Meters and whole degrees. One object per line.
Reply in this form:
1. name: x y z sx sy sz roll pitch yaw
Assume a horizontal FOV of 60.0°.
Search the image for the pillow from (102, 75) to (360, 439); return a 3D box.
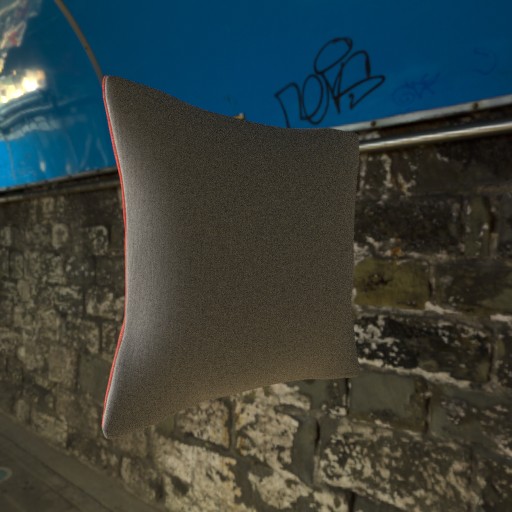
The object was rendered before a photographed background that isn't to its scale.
1. pillow: 0.000 0.000 0.631 0.437 0.419 0.136 -1 1 -36
